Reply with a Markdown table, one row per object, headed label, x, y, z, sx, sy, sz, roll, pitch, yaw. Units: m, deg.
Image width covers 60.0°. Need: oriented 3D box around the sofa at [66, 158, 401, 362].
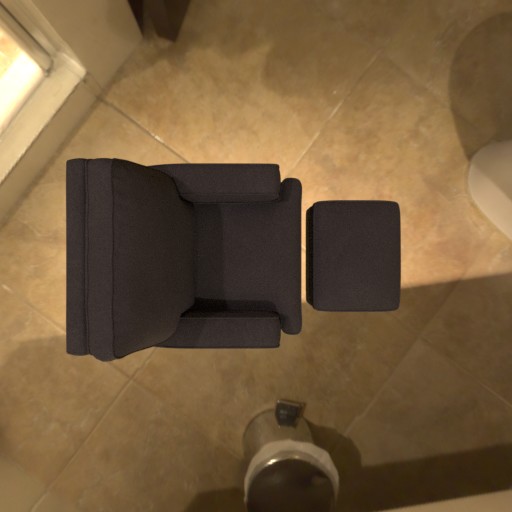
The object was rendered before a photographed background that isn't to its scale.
| label | x | y | z | sx | sy | sz | roll | pitch | yaw |
| --- | --- | --- | --- | --- | --- | --- | --- | --- | --- |
| sofa | 0.000 | 0.000 | 2.065 | 1.472 | 0.959 | 0.861 | 0 | 90 | -2 |
